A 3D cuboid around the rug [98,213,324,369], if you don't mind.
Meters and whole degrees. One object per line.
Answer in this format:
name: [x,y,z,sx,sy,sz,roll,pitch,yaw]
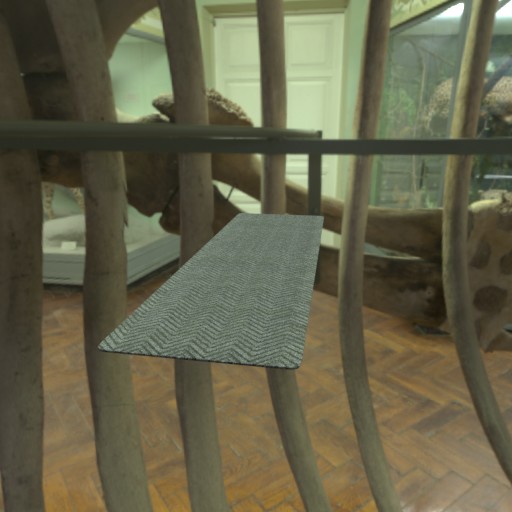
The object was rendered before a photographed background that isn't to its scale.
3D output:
rug: [0.000,0.000,2.491,0.686,0.008,2.286,3,17,10]
